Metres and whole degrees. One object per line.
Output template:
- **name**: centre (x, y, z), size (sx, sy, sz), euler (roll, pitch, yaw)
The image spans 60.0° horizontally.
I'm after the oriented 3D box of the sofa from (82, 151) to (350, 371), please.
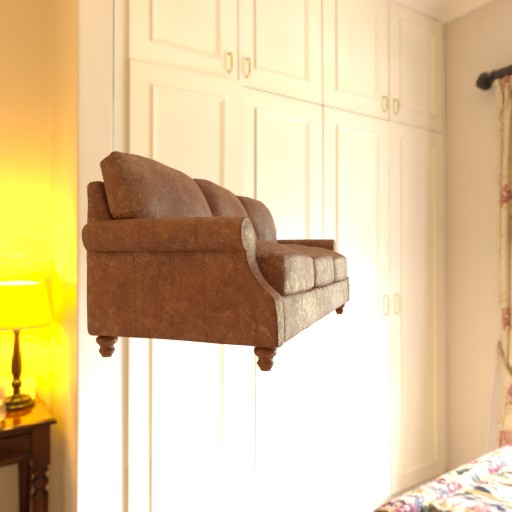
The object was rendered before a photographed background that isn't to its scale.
- **sofa**: centre (0.000, 0.000, 2.947), size (0.973, 0.977, 2.351), euler (0, 0, 19)
